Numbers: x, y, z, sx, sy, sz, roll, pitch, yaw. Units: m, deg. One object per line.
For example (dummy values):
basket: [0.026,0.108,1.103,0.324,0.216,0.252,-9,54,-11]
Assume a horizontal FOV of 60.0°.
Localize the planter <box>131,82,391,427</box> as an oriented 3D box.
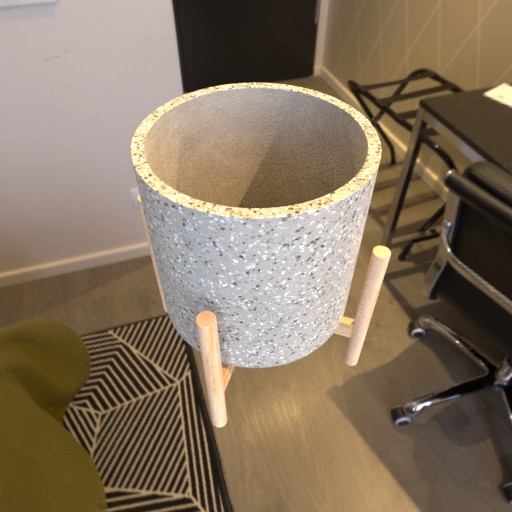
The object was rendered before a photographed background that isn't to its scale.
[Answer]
planter: [0.000,0.000,0.695,0.360,0.419,0.360,33,54,28]
